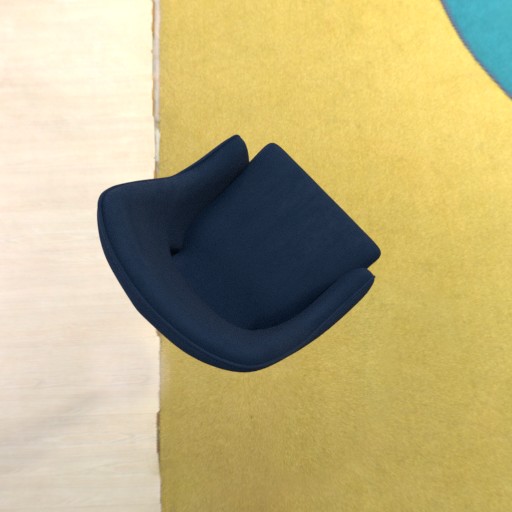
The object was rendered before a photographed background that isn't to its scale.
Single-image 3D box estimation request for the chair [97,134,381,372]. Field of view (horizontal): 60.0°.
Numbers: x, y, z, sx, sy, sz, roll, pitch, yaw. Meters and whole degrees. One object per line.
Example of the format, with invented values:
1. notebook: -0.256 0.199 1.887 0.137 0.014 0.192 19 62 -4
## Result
1. chair: 0.000 0.000 1.238 0.591 0.844 0.559 -41 80 -9
